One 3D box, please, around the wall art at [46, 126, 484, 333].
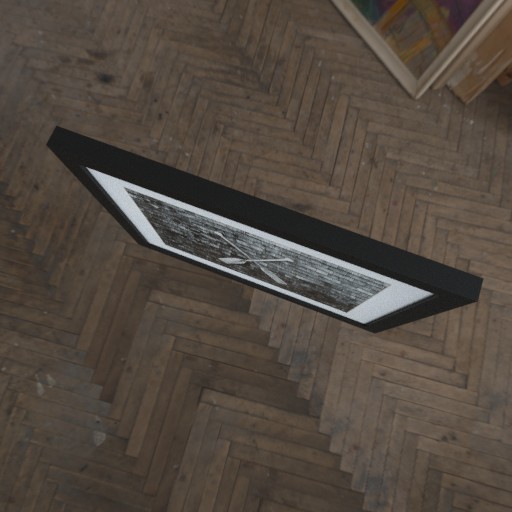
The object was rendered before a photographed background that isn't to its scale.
[{"bbox_3d":[0.000,0.000,0.759,0.558,0.457,0.029,20,76,5],"label":"wall art"}]
